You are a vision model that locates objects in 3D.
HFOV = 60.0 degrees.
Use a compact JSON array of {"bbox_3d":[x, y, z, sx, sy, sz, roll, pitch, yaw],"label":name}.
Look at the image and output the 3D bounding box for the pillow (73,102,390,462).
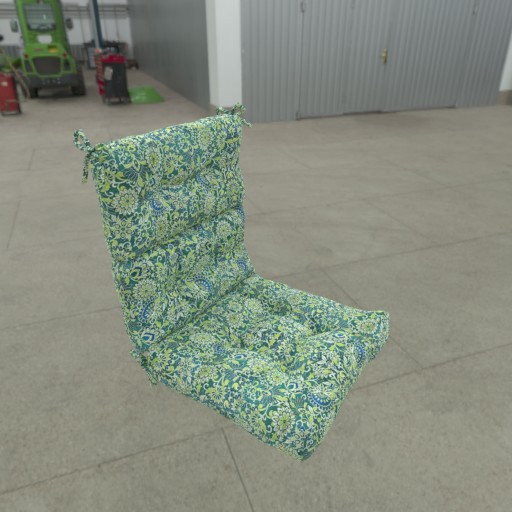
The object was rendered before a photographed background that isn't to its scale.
[{"bbox_3d":[0.000,0.000,1.043,0.571,0.605,0.519,17,32,30],"label":"pillow"}]
